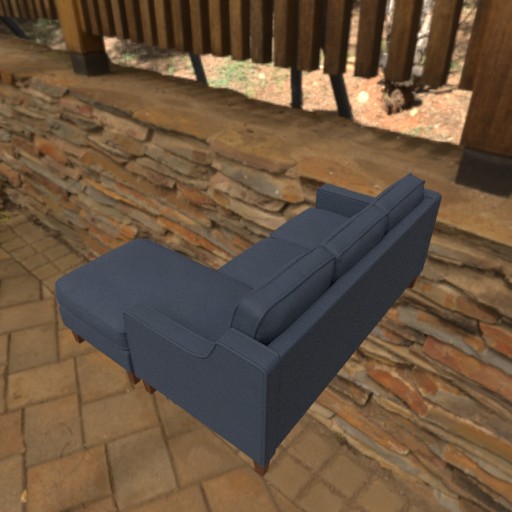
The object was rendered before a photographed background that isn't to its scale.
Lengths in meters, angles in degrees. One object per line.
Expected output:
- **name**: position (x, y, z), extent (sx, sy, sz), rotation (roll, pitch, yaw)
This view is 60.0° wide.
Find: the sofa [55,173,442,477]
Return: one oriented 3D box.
- **sofa**: position (0.000, 0.000, 3.320), extent (1.858, 1.066, 2.317), rotation (23, 39, 31)
